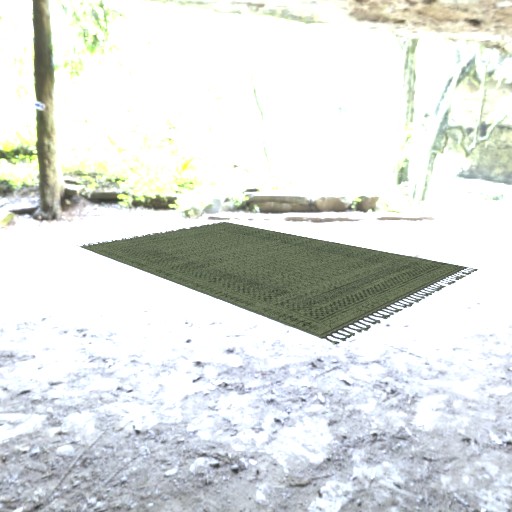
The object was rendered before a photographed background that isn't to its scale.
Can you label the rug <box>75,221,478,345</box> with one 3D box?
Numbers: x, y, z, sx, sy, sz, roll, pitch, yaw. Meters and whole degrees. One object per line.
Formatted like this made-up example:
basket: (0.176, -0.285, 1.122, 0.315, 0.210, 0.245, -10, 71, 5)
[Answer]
rug: (0.000, 0.000, 3.122, 1.548, 0.013, 2.486, -14, 20, -43)
